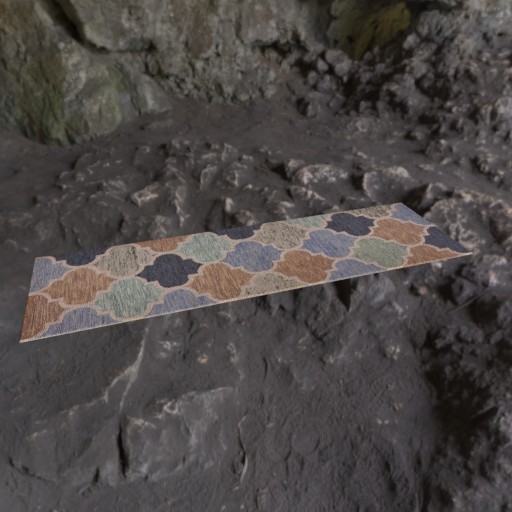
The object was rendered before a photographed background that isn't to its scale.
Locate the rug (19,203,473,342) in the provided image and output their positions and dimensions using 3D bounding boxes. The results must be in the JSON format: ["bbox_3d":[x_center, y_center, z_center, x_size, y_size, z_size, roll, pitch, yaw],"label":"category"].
[{"bbox_3d":[0.000,0.000,2.414,2.287,0.011,0.687,-10,33,-15],"label":"rug"}]
